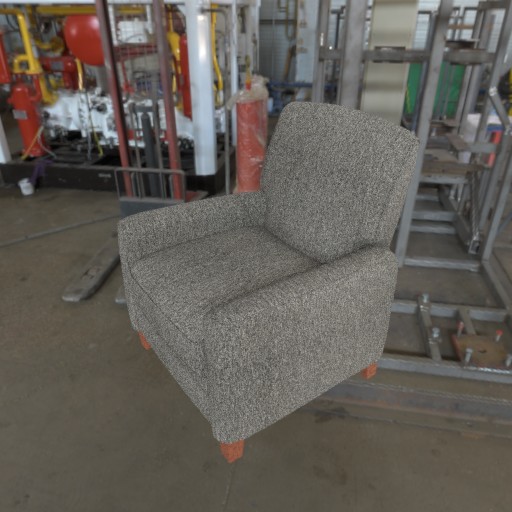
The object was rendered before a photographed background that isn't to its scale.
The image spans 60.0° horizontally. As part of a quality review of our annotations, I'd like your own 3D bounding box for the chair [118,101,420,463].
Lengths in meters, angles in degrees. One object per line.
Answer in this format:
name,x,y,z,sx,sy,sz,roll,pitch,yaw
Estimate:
chair,0.000,0.000,1.689,0.864,1.014,0.848,-19,34,-30
